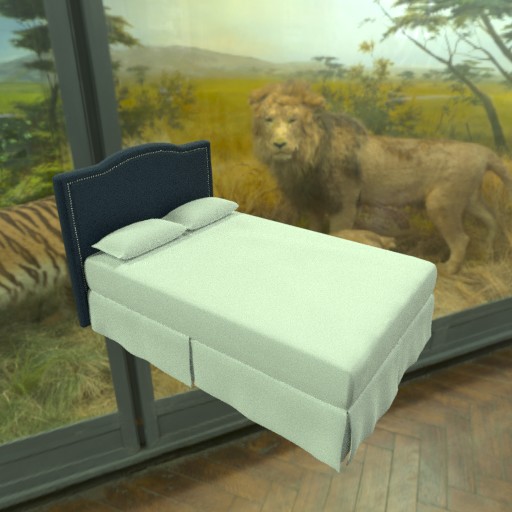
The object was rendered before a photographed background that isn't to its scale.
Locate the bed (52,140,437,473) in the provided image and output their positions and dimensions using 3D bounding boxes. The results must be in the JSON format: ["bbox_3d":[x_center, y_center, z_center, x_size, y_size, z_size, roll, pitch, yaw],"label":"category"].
[{"bbox_3d":[0.000,0.000,3.481,2.507,1.441,1.741,17,31,32],"label":"bed"}]
